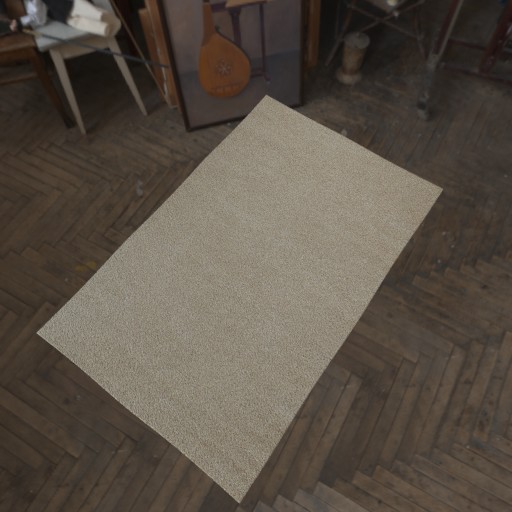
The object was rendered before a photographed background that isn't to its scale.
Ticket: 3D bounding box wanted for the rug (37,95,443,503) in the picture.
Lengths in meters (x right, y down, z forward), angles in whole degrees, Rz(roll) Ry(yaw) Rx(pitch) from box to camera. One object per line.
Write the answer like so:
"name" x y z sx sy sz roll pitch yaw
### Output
"rug" 0.000 0.000 2.849 1.500 0.025 2.346 33 68 15
